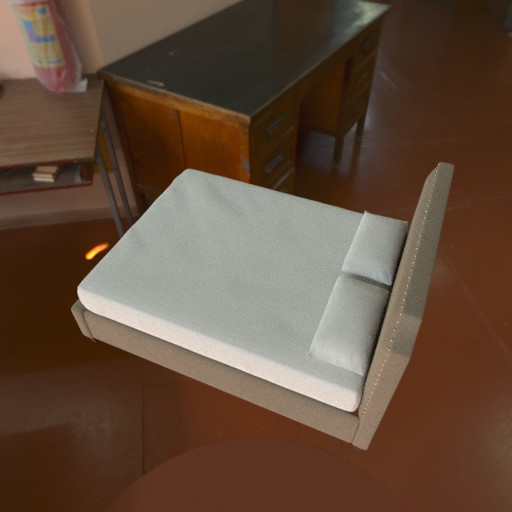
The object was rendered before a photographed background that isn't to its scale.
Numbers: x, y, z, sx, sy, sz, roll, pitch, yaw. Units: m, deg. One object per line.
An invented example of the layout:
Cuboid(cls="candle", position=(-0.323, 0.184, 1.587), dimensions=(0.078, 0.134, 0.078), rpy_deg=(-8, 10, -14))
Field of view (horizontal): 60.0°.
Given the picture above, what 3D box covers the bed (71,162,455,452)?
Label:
Cuboid(cls="bed", position=(0.000, 0.000, 3.377), dimensions=(2.329, 1.415, 1.703), rpy_deg=(17, 49, 16))
